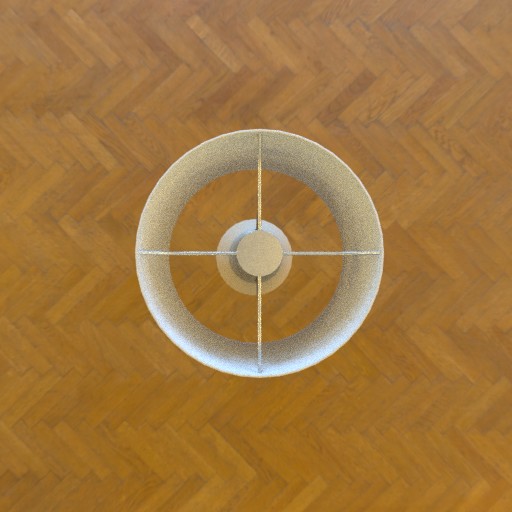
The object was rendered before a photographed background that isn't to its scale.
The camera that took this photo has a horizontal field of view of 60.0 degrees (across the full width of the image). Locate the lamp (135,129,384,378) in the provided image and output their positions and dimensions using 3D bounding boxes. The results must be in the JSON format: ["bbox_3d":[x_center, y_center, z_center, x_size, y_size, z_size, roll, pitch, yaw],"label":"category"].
[{"bbox_3d":[0.000,0.000,0.476,0.186,0.369,0.186,0,89,-1],"label":"lamp"}]
